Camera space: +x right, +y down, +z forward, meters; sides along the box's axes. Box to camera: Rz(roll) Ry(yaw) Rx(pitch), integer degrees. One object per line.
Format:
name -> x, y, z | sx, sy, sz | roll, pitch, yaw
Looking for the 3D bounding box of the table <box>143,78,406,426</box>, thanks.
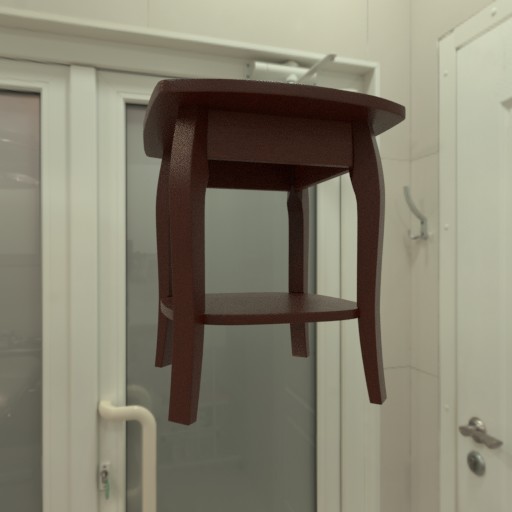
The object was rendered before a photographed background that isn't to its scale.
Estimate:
table -> 0.000, 0.000, 0.879 | 0.433, 0.496, 0.502 | 0, 0, -16
